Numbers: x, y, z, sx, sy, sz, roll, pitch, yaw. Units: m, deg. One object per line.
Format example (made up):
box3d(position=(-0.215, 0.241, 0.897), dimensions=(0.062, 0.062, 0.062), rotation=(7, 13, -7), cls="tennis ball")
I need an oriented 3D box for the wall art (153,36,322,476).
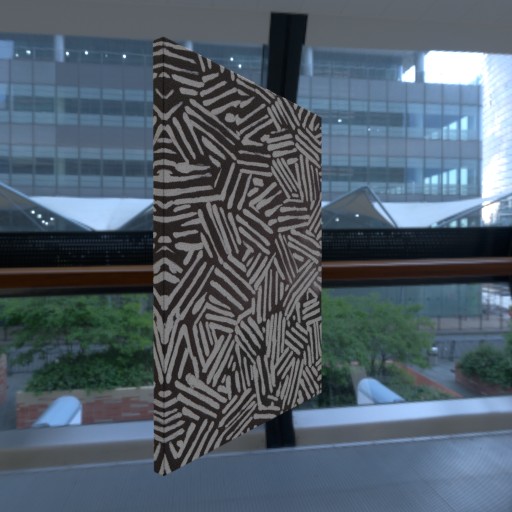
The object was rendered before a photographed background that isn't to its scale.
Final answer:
box3d(position=(0.000, 0.000, 1.339), dimensions=(0.038, 1.017, 0.765), rotation=(0, 1, 37), cls="wall art")
